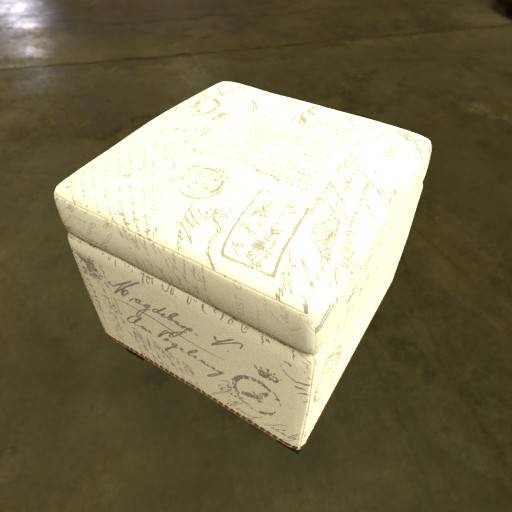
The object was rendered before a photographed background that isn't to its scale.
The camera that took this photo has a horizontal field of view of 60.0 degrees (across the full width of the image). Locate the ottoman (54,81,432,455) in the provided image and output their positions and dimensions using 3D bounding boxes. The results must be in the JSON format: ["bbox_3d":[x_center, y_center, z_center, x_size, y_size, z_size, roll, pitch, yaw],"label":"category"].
[{"bbox_3d":[0.000,0.000,0.831,0.450,0.457,0.449,24,50,22],"label":"ottoman"}]
